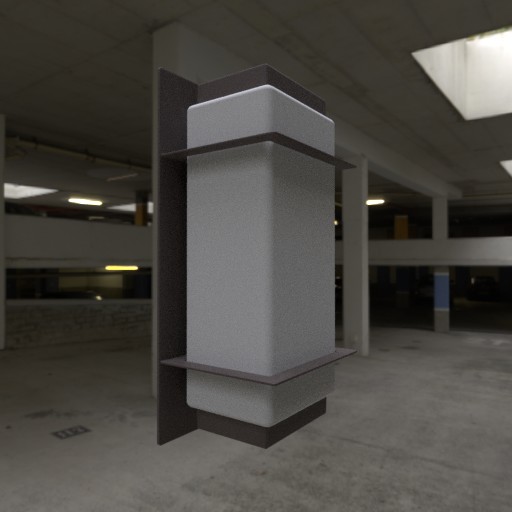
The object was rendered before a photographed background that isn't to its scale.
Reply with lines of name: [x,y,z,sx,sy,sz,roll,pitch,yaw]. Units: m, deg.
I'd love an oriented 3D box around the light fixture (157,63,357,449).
light fixture: [0.000,0.000,0.435,0.146,0.347,0.153,0,-1,36]
